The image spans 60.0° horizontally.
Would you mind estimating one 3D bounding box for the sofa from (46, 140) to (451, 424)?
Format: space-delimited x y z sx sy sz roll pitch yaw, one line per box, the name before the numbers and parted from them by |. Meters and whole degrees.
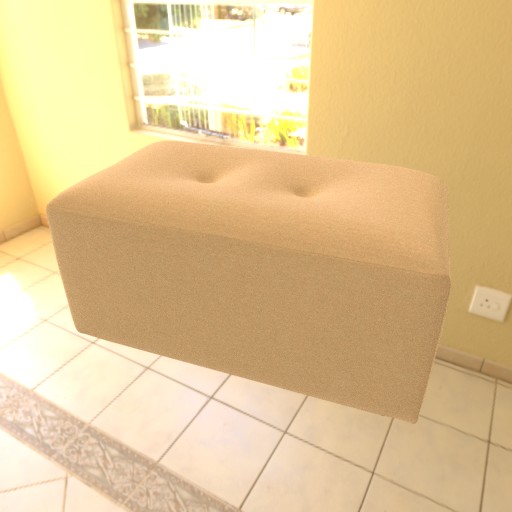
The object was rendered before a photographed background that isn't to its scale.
sofa | 0.000 0.000 1.192 0.930 0.470 0.480 11 33 17
